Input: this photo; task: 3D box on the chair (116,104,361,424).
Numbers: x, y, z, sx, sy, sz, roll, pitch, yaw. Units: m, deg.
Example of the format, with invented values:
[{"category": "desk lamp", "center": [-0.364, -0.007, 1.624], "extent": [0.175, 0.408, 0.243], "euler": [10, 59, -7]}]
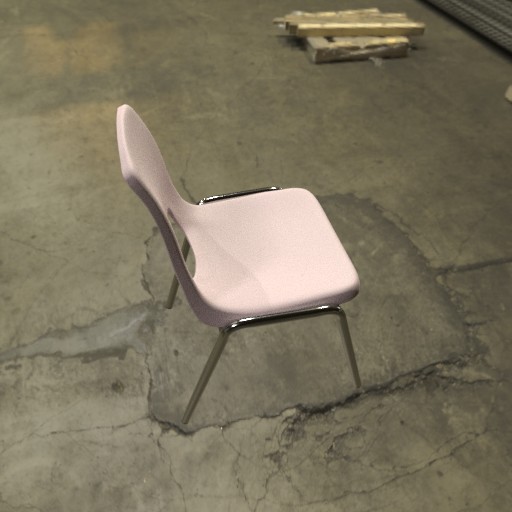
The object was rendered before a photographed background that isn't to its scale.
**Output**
[{"category": "chair", "center": [0.000, 0.000, 0.931], "extent": [0.436, 0.653, 0.381], "euler": [-10, 47, -10]}]
